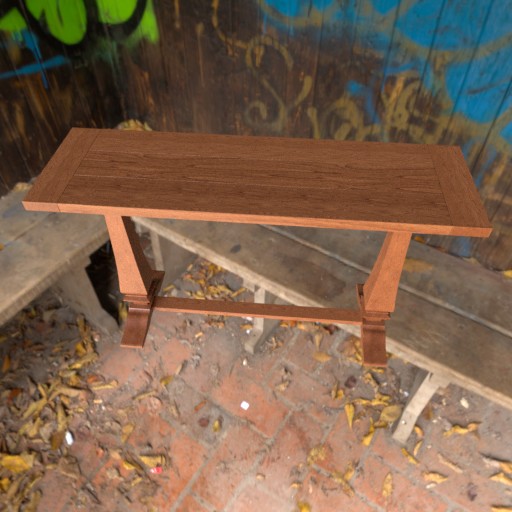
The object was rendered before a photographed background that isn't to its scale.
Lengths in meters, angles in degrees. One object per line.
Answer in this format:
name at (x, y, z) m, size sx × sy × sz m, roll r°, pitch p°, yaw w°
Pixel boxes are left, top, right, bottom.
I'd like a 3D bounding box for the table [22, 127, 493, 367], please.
table at (0.000, 0.000, 1.845) m, size 1.478 × 0.852 × 0.461 m, roll 4°, pitch 47°, yaw 3°
